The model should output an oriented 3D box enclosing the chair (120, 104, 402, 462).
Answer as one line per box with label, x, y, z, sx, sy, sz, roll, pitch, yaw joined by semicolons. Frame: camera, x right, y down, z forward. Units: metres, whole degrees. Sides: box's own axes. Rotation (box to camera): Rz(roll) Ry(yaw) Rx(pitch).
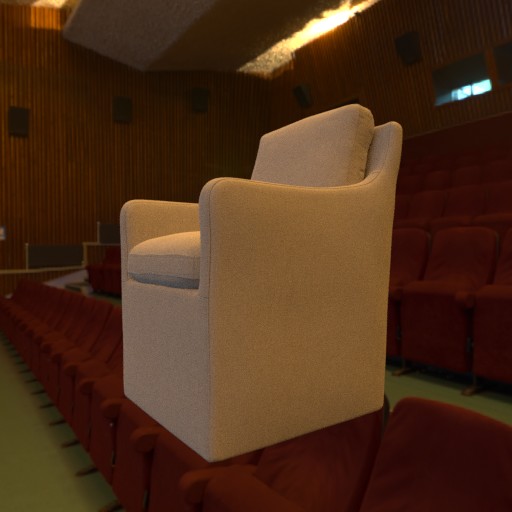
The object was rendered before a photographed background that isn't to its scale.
chair;0.000;0.000;1.388;0.694;0.914;0.626;-1;1;-35
